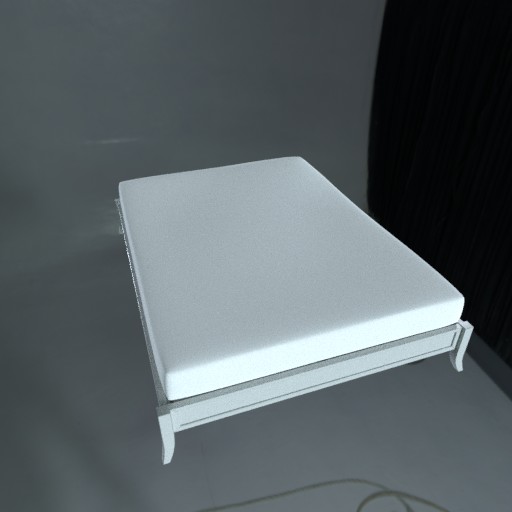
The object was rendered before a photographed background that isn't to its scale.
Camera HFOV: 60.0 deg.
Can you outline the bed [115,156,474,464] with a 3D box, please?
[{"bbox_3d":[0.000,0.000,2.838,1.604,0.510,2.108,-11,35,-16],"label":"bed"}]
